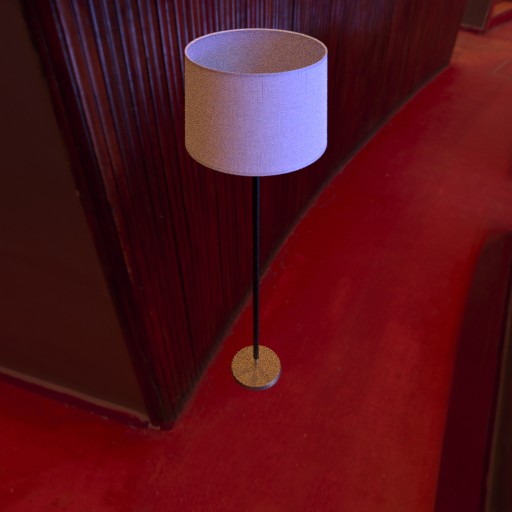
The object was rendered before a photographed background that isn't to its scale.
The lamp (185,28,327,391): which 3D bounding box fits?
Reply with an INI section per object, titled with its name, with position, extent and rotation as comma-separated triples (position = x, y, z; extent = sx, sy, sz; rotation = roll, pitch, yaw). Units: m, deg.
[lamp]
position = 0.000, 0.000, 1.635
extent = 0.420, 1.447, 0.420
rotation = 0, 42, 0
